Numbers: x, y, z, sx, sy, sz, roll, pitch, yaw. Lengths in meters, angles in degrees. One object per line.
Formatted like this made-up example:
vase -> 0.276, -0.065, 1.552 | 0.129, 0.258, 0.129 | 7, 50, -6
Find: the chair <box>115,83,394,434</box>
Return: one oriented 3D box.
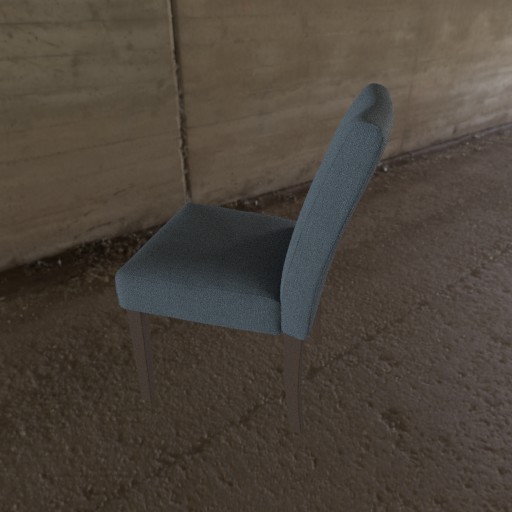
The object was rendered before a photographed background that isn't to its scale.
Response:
chair -> 0.000, 0.000, 1.252 | 0.629, 0.882, 0.487 | 8, 31, 13
